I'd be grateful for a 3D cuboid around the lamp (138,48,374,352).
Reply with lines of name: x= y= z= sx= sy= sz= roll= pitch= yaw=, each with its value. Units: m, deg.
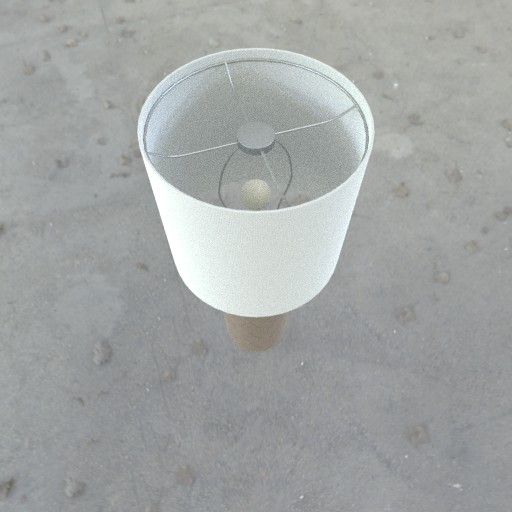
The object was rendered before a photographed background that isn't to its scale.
lamp: x=0.000 y=0.000 z=0.586 sx=0.207 sy=0.461 sz=0.207 roll=-16 pitch=60 yaw=-9
